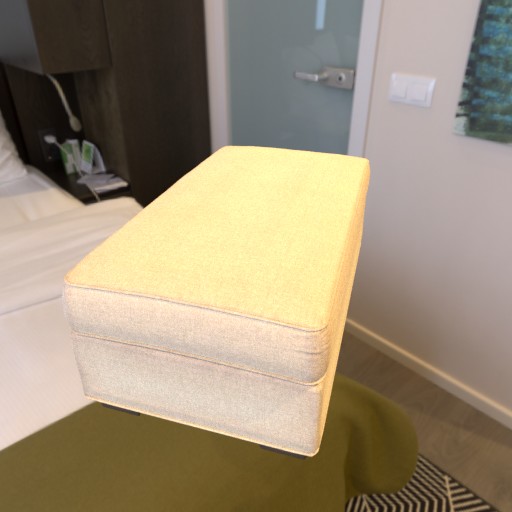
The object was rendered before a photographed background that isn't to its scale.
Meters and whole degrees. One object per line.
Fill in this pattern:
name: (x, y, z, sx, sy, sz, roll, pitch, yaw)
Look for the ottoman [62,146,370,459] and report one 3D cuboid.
ottoman: (0.000, 0.000, 1.434, 0.617, 0.448, 1.097, 9, 32, 14)
